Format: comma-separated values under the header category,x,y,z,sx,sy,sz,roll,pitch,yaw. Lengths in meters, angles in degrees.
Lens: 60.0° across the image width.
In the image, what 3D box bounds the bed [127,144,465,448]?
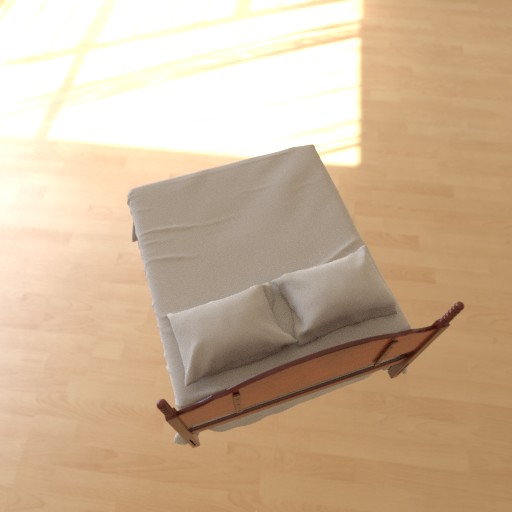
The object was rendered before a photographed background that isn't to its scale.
category,x,y,z,sx,sy,sz,roll,pitch,yaw
bed,0.000,0.000,3.244,1.873,1.356,2.040,-16,61,-9
